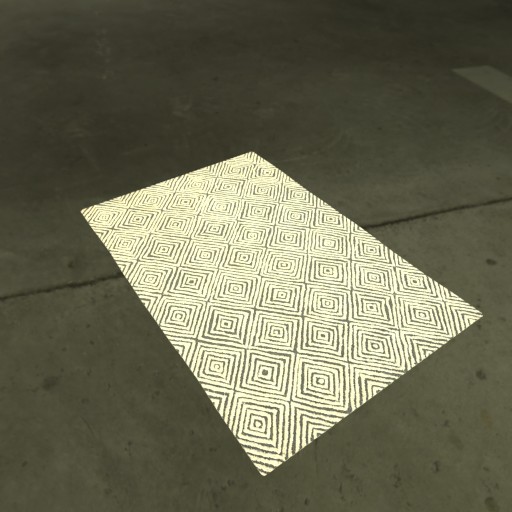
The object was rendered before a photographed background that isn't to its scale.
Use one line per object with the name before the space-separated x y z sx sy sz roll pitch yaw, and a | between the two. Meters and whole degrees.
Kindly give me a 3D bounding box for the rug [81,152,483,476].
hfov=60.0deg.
rug | 0.000 0.000 2.192 1.177 0.004 1.750 -25 48 -25
